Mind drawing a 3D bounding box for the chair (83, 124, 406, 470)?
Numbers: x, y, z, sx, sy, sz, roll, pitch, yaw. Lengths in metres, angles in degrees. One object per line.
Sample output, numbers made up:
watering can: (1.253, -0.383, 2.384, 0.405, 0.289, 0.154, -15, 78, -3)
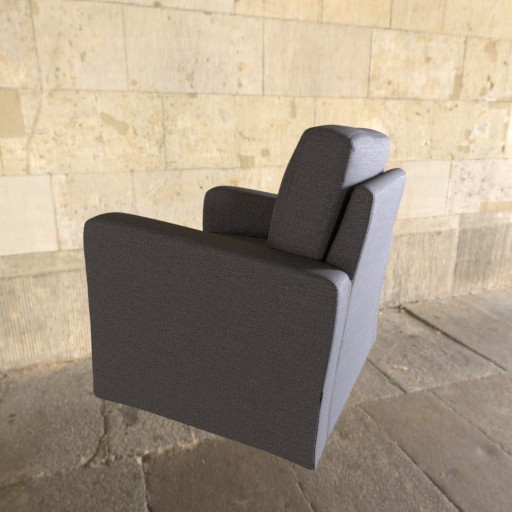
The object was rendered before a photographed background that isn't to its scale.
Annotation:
chair: (0.000, 0.000, 1.503, 0.863, 0.855, 0.798, 8, 18, 24)
